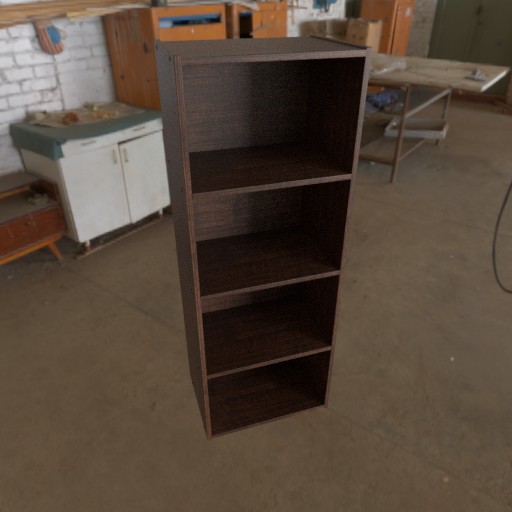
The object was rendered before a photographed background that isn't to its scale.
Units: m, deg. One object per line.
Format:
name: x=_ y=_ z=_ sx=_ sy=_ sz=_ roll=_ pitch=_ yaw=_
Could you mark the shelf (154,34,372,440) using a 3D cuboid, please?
shelf: x=0.000 y=0.000 z=1.262 sx=0.415 sy=1.099 sz=0.290 roll=-10 pitch=33 yaw=-15
